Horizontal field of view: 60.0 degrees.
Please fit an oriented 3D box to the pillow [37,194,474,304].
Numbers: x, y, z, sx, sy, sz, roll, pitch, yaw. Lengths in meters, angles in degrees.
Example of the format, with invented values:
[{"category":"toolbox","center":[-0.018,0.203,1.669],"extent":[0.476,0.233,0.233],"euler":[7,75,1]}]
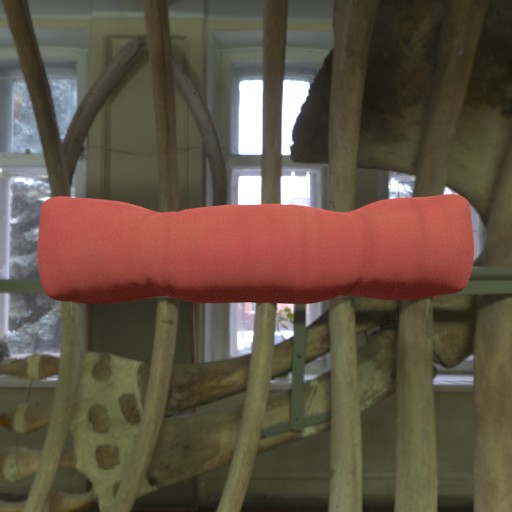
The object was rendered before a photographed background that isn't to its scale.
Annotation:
[{"category":"pillow","center":[0.000,0.000,0.705],"extent":[0.490,0.128,0.468],"euler":[0,-2,0]}]
